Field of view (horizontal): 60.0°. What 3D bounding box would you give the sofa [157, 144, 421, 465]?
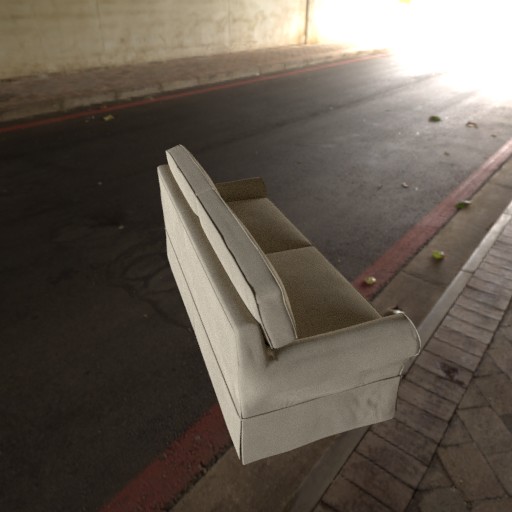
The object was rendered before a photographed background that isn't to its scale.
[{"bbox_3d":[0.000,0.000,2.864,0.900,1.014,2.246,-10,31,-17],"label":"sofa"}]
